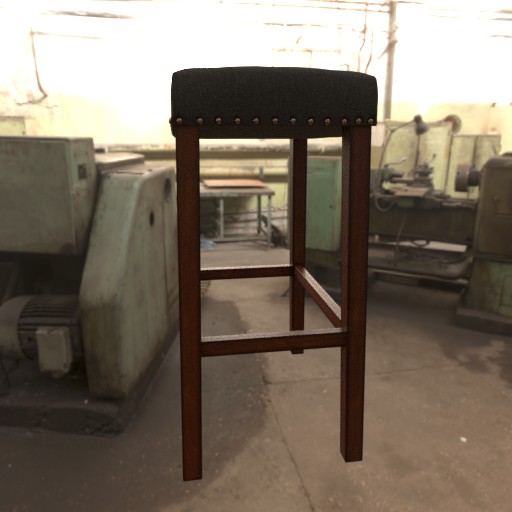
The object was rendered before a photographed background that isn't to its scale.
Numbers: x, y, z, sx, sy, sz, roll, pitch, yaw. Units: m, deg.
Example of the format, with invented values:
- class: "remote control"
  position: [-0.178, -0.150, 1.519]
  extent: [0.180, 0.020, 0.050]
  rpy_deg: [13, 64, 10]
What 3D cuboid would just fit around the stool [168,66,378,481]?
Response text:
- class: "stool"
  position: [0.000, 0.000, 1.025]
  extent: [0.366, 0.760, 0.502]
  rpy_deg: [-2, 16, -9]
